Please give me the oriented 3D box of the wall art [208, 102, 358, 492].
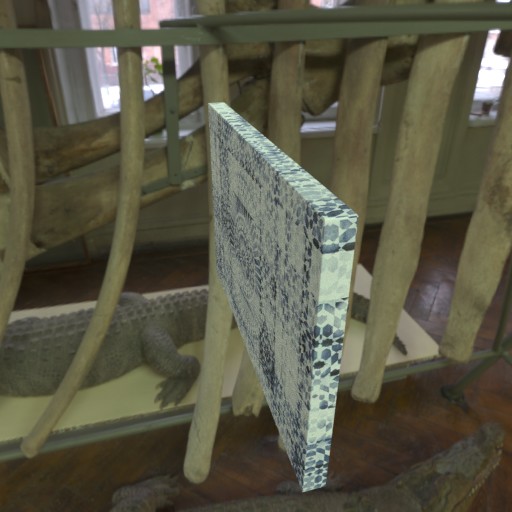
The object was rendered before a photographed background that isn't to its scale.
[{"bbox_3d":[0.000,0.000,1.144,0.057,0.608,0.911,-8,30,-14],"label":"wall art"}]
